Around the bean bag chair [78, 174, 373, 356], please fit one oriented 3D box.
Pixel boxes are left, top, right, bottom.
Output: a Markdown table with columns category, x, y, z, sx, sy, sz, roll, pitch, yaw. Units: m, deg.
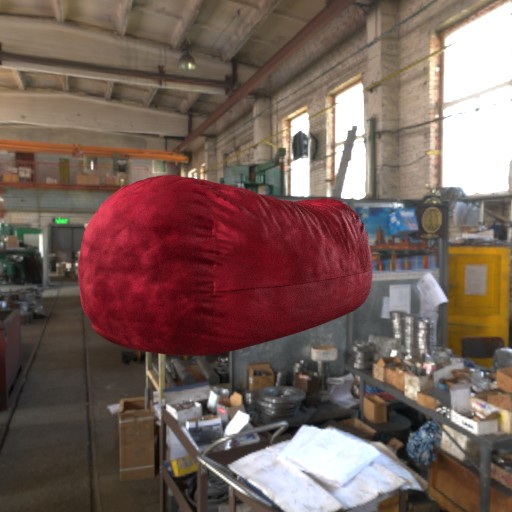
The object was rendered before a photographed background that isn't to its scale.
| category | x | y | z | sx | sy | sz | roll | pitch | yaw |
| --- | --- | --- | --- | --- | --- | --- | --- | --- | --- |
| bean bag chair | 0.000 | 0.000 | 2.890 | 1.216 | 0.867 | 2.293 | 2 | 3 | 35 |
